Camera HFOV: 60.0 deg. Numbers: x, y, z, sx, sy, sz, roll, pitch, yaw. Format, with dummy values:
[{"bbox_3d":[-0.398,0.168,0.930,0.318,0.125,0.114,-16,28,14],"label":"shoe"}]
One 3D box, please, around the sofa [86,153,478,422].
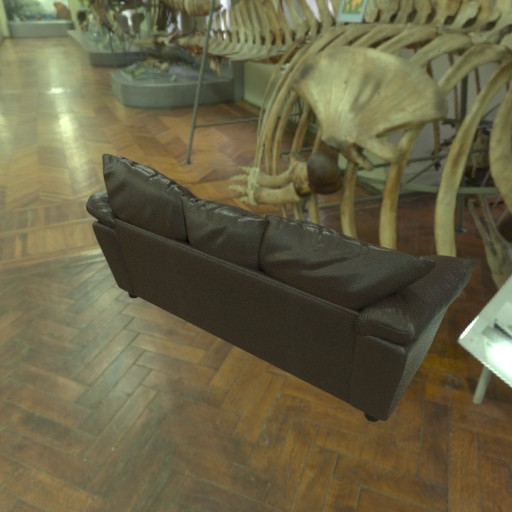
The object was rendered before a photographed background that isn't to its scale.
[{"bbox_3d":[0.000,0.000,2.824,2.390,1.091,0.907,20,35,31],"label":"sofa"}]
